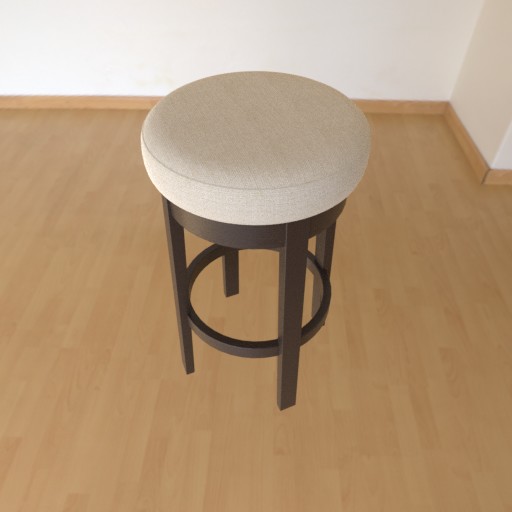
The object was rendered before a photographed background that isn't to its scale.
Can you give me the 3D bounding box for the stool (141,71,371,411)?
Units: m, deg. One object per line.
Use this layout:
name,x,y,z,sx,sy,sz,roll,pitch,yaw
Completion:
stool,0.000,0.000,1.071,0.446,0.758,0.446,0,45,0
